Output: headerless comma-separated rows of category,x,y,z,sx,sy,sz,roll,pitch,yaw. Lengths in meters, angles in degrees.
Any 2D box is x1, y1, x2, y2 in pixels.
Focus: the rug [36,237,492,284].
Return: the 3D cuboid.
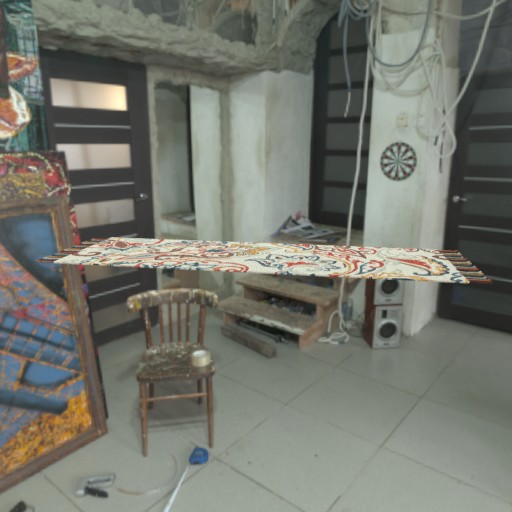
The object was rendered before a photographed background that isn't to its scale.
rug,0.000,0.000,2.923,2.682,0.015,0.763,2,14,9
